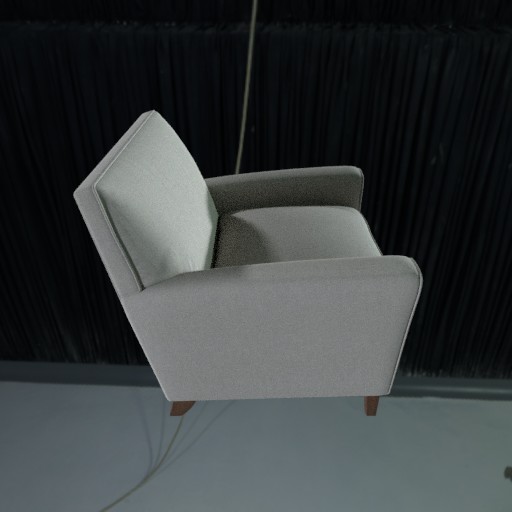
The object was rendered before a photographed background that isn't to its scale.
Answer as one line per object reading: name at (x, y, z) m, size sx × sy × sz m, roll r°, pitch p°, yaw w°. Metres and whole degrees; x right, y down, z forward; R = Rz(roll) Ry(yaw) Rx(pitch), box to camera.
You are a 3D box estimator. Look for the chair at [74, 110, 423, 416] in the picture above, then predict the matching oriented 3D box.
chair at (0.000, 0.000, 1.582) m, size 0.871 × 0.846 × 0.840 m, roll 0°, pitch 31°, yaw 0°
